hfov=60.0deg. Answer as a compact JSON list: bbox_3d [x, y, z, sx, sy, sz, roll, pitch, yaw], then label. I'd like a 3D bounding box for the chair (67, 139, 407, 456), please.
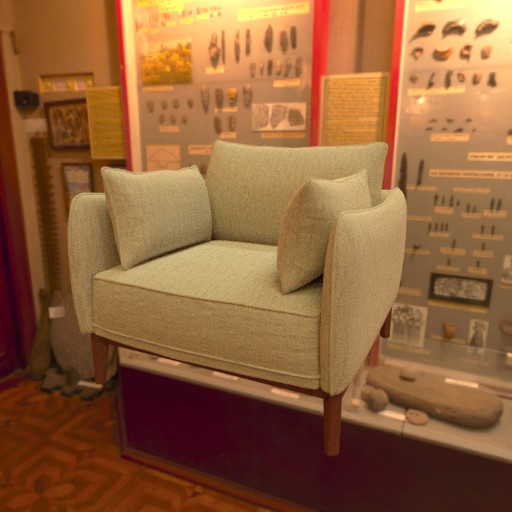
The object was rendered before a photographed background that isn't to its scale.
[{"bbox_3d":[0.000,0.000,1.691,0.994,0.855,0.991,7,16,25],"label":"chair"}]
